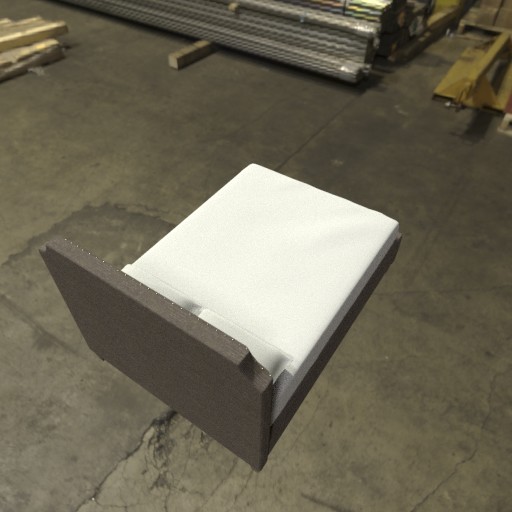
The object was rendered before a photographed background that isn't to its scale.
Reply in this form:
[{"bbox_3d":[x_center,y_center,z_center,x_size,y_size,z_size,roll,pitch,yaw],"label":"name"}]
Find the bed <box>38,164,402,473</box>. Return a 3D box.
[{"bbox_3d":[0.000,0.000,3.564,1.713,1.457,2.381,27,52,23],"label":"bed"}]
